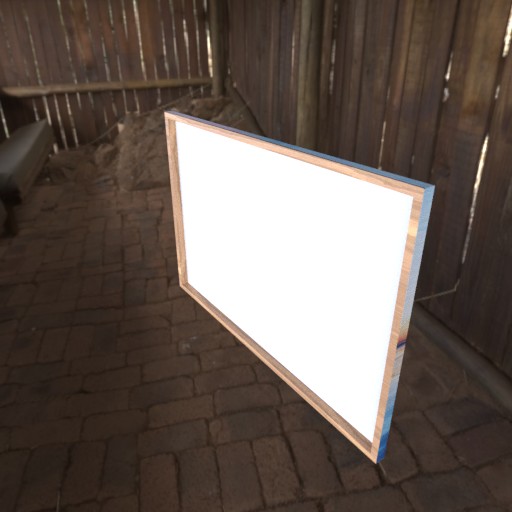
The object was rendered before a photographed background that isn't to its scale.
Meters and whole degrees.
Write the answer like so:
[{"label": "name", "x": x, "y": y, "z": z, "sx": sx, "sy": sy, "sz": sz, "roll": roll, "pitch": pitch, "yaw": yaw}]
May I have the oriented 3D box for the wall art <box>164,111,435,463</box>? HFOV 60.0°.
[{"label": "wall art", "x": 0.000, "y": 0.000, "z": 1.424, "sx": 0.034, "sy": 0.756, "sz": 1.137, "roll": -18, "pitch": 32, "yaw": -31}]
